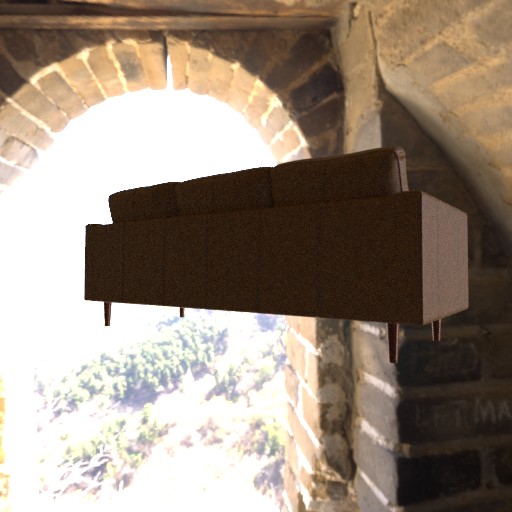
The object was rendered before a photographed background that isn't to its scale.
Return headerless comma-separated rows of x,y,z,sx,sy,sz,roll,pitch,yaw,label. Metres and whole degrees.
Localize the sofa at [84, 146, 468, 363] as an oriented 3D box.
0.000,0.000,2.711,2.231,0.930,0.903,-1,-2,36,sofa
